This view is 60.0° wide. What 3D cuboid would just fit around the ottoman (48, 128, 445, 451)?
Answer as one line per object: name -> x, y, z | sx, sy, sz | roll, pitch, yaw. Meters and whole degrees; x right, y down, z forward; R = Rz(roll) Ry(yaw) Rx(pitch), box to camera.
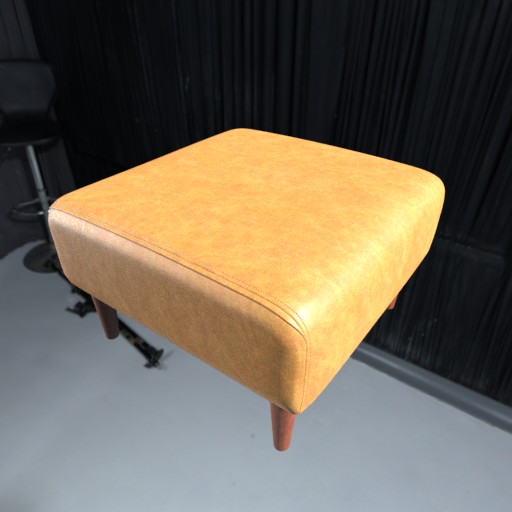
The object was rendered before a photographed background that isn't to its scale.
ottoman -> 0.000, 0.000, 1.046 | 0.650, 0.399, 0.650 | 22, 39, 30
